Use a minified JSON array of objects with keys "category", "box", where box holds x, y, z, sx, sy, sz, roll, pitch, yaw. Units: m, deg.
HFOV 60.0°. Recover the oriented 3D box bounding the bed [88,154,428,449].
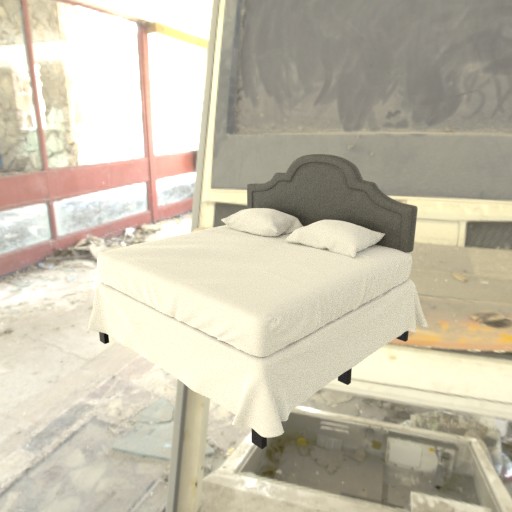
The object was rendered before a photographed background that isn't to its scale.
[{"category":"bed","box":[0.000,0.000,3.840,2.303,1.631,2.222,16,23,41]}]
